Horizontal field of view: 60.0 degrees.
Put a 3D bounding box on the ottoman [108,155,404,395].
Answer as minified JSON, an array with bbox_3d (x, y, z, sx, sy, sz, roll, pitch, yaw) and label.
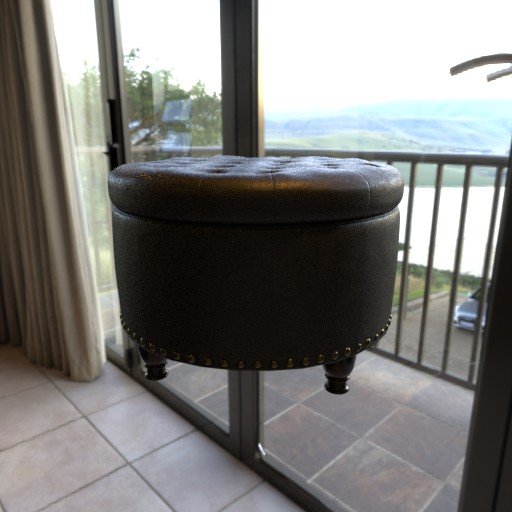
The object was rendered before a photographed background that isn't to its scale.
[{"bbox_3d":[0.000,0.000,1.046,0.637,0.442,0.637,0,15,0],"label":"ottoman"}]
